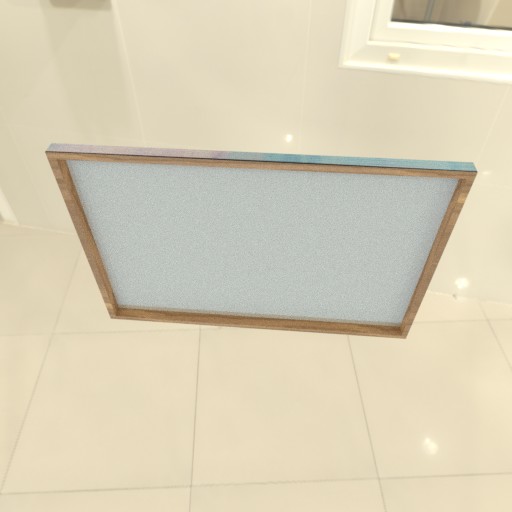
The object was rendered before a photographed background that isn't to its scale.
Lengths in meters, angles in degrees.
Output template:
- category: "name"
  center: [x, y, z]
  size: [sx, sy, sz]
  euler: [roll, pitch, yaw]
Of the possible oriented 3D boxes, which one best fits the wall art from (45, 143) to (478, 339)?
- category: "wall art"
  center: [0.000, 0.000, 1.159]
  size: [0.911, 0.605, 0.037]
  euler: [3, 46, 3]
